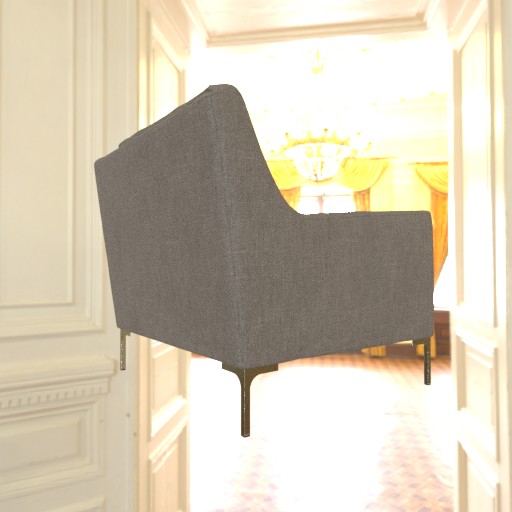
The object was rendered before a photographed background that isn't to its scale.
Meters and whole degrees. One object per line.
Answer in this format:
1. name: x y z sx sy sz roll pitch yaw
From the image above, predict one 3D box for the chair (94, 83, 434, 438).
1. chair: 0.000 0.000 1.505 0.849 0.828 0.847 1 -1 -37
